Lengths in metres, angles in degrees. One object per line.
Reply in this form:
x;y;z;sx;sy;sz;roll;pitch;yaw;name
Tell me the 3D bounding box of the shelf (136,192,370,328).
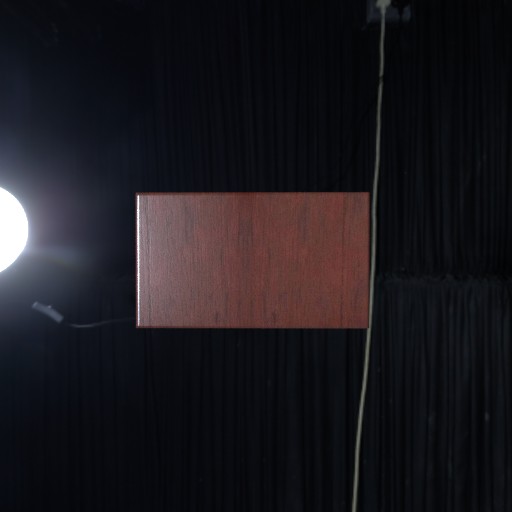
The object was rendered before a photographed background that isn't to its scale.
0.000;0.000;0.518;0.152;0.088;0.457;0;1;1;shelf
